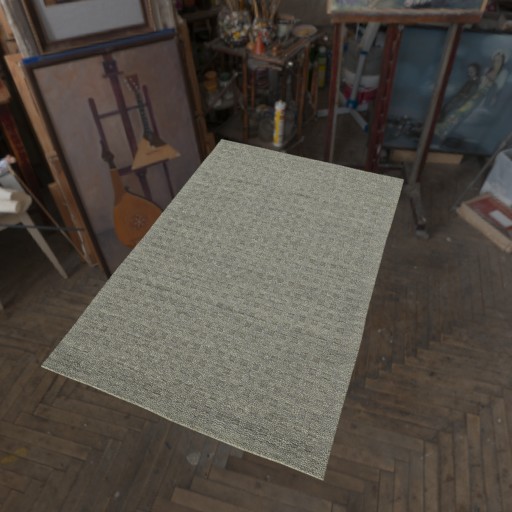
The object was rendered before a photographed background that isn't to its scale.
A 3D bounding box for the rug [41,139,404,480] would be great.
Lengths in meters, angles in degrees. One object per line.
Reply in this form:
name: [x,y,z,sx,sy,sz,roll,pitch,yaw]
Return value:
rug: [0.000,0.000,2.852,1.532,0.018,2.297,16,49,14]
